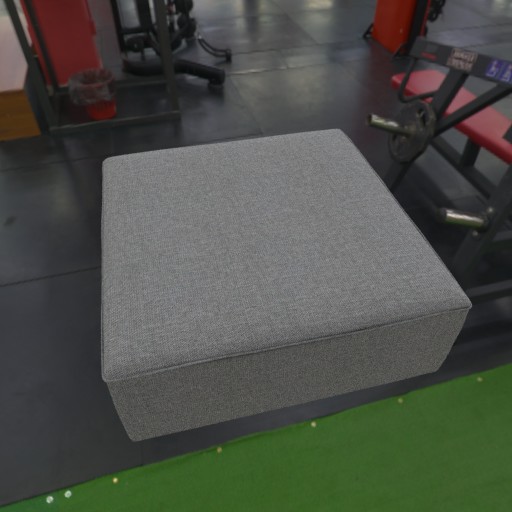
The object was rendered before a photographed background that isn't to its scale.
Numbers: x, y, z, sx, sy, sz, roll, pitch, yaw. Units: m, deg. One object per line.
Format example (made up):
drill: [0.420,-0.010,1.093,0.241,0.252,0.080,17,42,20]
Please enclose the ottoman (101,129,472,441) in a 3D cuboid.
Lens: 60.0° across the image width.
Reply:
ottoman: [0.000,0.000,1.596,1.023,0.423,1.017,-9,46,-9]
